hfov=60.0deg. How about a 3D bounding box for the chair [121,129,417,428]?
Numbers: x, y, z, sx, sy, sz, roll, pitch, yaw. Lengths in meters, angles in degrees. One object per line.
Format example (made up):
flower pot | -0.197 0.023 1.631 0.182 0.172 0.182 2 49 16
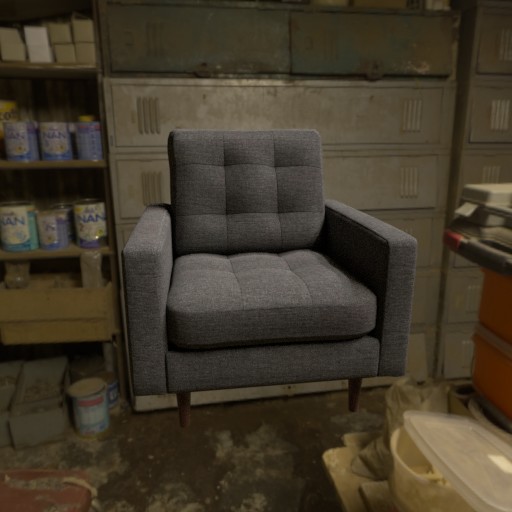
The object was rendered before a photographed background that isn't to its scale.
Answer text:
chair | 0.000 0.000 1.588 0.821 0.880 0.843 -2 16 -8
